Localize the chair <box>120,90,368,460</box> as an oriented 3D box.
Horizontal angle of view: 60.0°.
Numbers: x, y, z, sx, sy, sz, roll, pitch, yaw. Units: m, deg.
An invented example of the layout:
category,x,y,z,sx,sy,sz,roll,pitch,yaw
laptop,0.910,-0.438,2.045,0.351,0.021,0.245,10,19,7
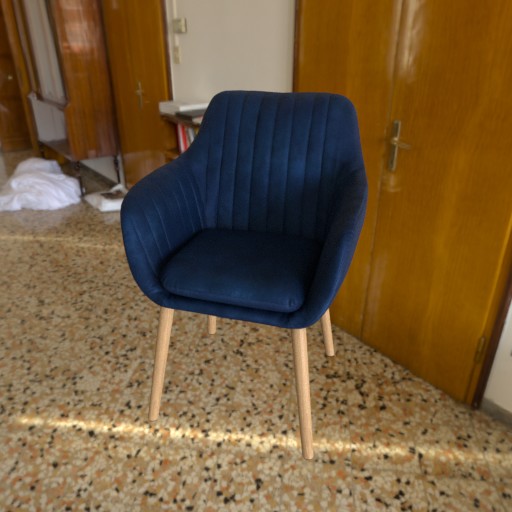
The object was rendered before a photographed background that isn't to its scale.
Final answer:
category,x,y,z,sx,sy,sz,roll,pitch,yaw
chair,0.000,0.000,1.249,0.578,0.826,0.573,7,27,15
